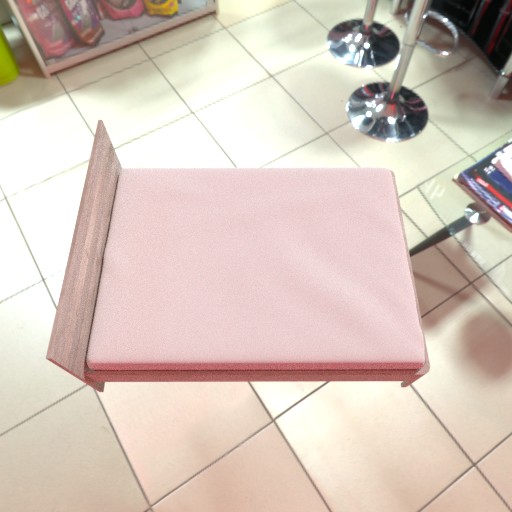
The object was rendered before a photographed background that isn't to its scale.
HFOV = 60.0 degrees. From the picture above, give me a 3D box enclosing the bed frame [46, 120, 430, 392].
[{"bbox_3d":[0.000,0.000,2.754,1.950,0.800,1.490,0,62,0],"label":"bed frame"}]
